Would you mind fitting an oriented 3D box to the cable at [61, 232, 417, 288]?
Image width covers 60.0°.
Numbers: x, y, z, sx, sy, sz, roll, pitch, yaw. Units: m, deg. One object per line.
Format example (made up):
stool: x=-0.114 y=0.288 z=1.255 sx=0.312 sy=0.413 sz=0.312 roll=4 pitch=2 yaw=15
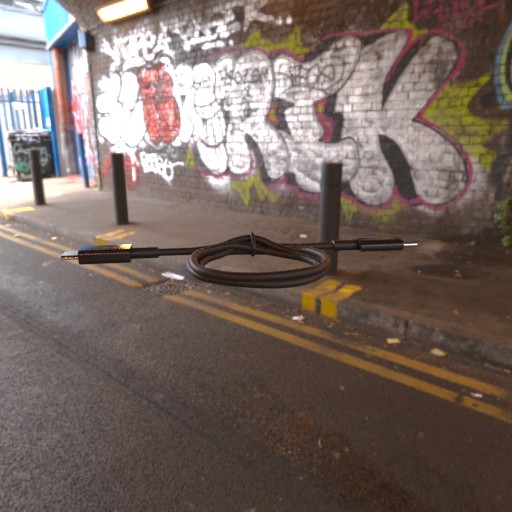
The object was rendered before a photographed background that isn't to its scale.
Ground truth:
cable: x=0.000 y=0.000 z=0.215 sx=0.192 sy=0.014 sz=0.070 roll=-2 pitch=15 yaw=-9
